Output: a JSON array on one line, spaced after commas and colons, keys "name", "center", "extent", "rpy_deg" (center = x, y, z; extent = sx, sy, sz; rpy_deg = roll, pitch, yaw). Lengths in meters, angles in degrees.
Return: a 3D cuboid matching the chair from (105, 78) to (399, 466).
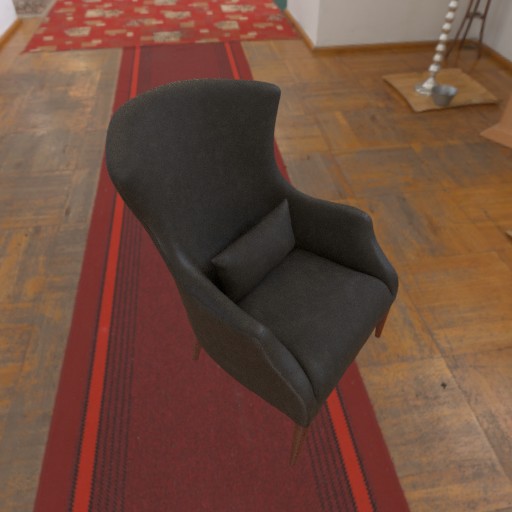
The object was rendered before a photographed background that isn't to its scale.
[{"name": "chair", "center": [0.000, 0.000, 1.706], "extent": [0.954, 1.068, 0.819], "rpy_deg": [26, 48, 26]}]
